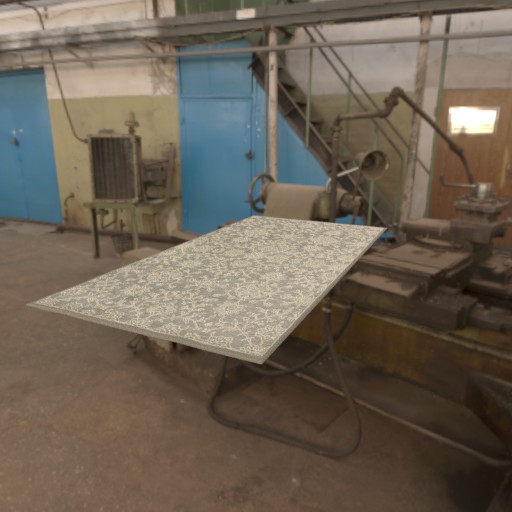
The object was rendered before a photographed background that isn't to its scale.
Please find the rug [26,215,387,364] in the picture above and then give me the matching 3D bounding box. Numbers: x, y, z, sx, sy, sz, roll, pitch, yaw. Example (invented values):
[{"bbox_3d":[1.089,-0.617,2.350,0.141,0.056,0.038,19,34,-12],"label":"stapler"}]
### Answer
[{"bbox_3d":[0.000,0.000,3.611,1.546,0.011,3.048,8,18,25],"label":"rug"}]
